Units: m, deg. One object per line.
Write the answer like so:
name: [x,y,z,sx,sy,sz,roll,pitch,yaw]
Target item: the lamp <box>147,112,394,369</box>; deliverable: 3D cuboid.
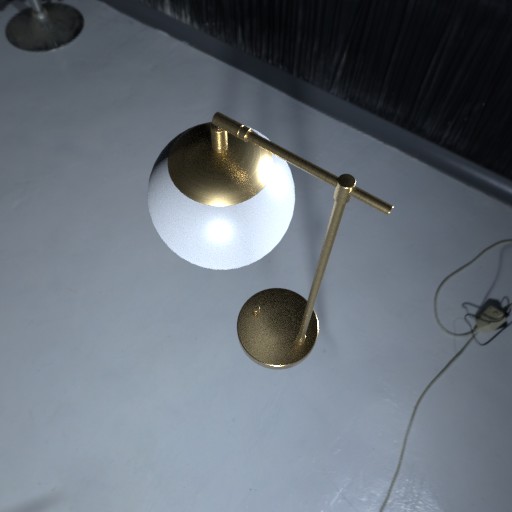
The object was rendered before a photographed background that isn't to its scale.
lamp: [0.000,0.000,0.717,0.324,0.559,0.207,32,67,15]
